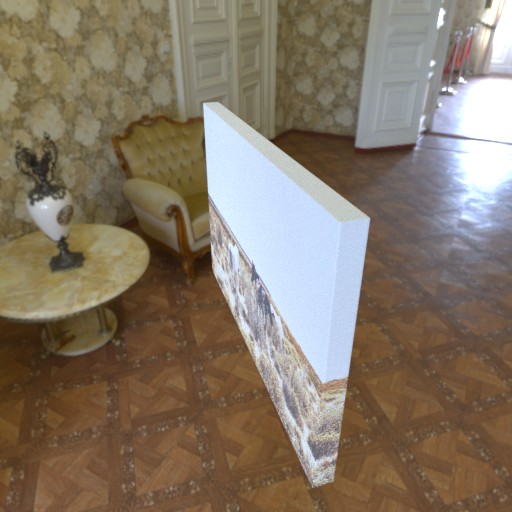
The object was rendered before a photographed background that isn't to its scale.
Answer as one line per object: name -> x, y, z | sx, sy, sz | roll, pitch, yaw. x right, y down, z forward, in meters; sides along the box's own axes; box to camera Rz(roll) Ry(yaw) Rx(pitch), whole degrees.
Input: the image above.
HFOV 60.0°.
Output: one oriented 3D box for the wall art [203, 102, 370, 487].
wall art -> 0.000, 0.000, 1.157 | 0.050, 0.610, 0.914 | -9, 31, -16
